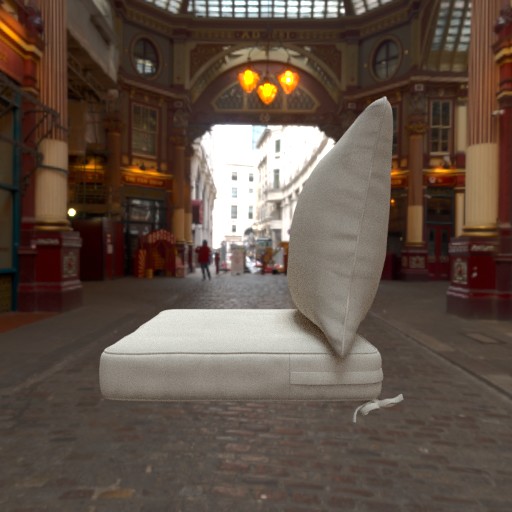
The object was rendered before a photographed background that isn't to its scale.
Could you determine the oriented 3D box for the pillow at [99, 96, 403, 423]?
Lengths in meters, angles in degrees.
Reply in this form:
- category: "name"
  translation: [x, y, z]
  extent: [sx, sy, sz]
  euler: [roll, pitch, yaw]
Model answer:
- category: "pillow"
  translation: [0.000, 0.000, 1.340]
  extent: [0.733, 0.716, 0.798]
  euler: [0, 1, 0]
